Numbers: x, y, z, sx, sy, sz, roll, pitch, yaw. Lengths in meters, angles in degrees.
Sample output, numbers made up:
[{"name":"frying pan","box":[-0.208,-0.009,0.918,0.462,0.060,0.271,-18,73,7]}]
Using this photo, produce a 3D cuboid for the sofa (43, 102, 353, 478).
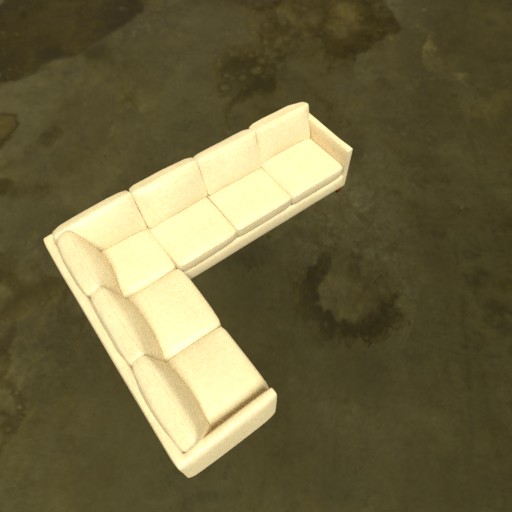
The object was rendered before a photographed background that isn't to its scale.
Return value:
[{"name":"sofa","box":[0.000,0.000,4.465,3.302,0.947,2.593,-32,63,-19]}]
